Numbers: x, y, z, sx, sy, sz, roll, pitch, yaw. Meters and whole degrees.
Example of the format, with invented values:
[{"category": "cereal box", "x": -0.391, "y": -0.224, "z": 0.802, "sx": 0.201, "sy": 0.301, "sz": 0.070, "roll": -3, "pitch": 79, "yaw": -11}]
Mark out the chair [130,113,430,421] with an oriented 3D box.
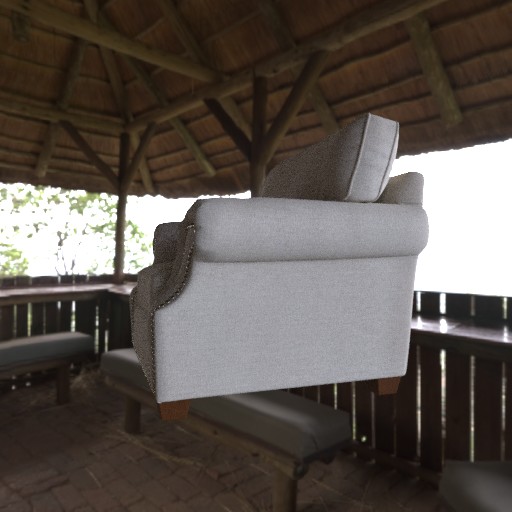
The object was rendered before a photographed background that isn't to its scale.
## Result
[{"category": "chair", "x": 0.000, "y": 0.000, "z": 1.845, "sx": 0.965, "sy": 0.961, "sz": 1.092, "roll": 0, "pitch": 0, "yaw": -19}]
